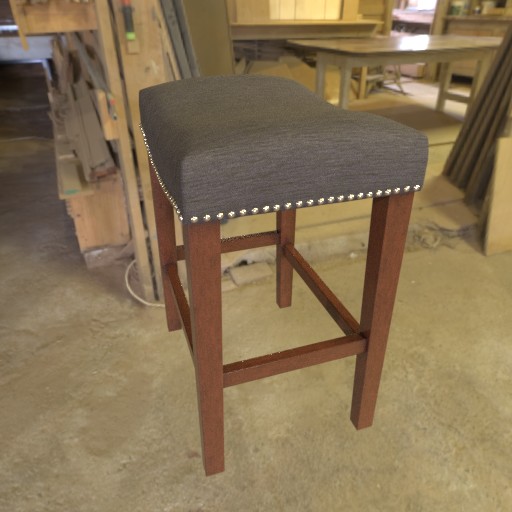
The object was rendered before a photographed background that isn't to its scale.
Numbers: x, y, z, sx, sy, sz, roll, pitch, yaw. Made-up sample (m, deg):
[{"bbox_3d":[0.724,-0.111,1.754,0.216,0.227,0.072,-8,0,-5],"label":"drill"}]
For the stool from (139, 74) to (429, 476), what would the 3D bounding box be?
[{"bbox_3d":[0.000,0.000,0.930,0.372,0.654,0.504,-10,32,-16],"label":"stool"}]
